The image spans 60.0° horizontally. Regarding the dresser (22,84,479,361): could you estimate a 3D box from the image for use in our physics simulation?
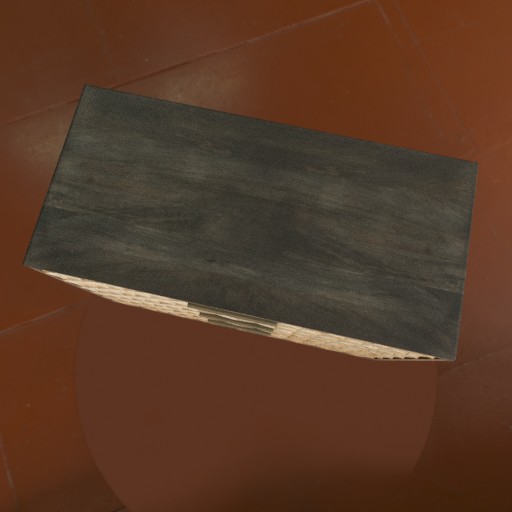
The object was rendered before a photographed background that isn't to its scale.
[{"bbox_3d":[0.000,0.000,1.357,0.923,0.801,0.453,12,77,3],"label":"dresser"}]
